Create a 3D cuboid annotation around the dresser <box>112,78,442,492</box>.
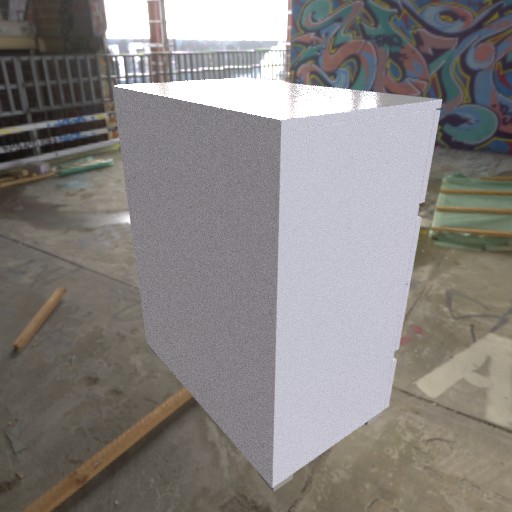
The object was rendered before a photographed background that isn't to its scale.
[{"bbox_3d":[0.000,0.000,1.144,0.400,0.800,0.650,-18,31,-33],"label":"dresser"}]
